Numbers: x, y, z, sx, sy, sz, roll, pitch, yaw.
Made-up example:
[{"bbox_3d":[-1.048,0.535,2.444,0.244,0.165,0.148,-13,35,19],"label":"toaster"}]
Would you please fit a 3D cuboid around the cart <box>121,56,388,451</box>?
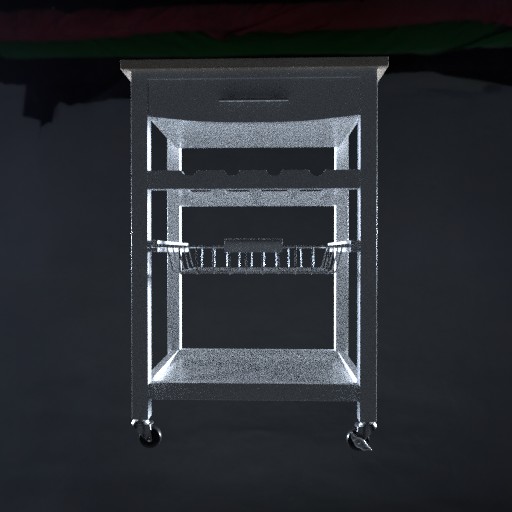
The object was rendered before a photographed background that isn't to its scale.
[{"bbox_3d":[0.000,0.000,1.160,0.578,0.857,0.406,0,1,2],"label":"cart"}]
